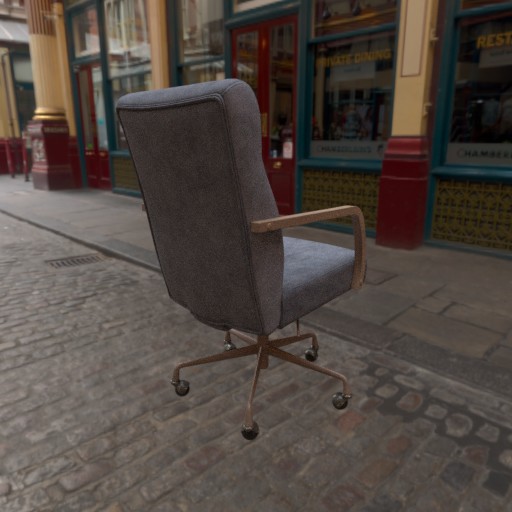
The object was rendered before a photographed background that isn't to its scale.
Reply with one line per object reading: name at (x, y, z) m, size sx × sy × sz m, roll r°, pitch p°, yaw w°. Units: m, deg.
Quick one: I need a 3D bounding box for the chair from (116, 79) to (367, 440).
chair at (0.000, 0.000, 1.501) m, size 0.640 × 1.029 × 0.741 m, roll 14°, pitch 20°, yaw 43°
